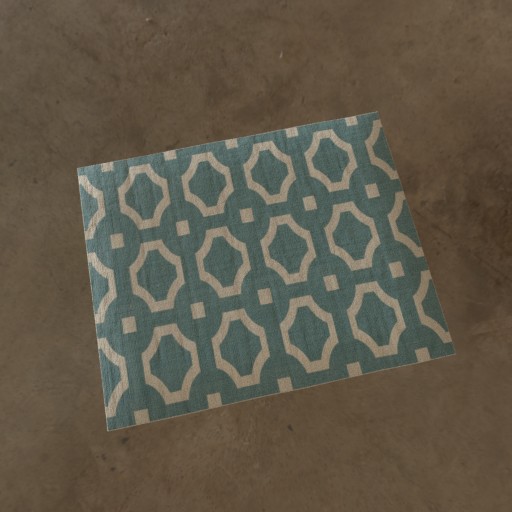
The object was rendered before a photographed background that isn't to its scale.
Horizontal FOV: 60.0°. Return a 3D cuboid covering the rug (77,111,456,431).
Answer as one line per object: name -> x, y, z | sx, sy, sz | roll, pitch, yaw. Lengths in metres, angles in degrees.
rug -> 0.000, 0.000, 4.095 | 3.049, 0.021, 2.466 | -12, 75, -3
